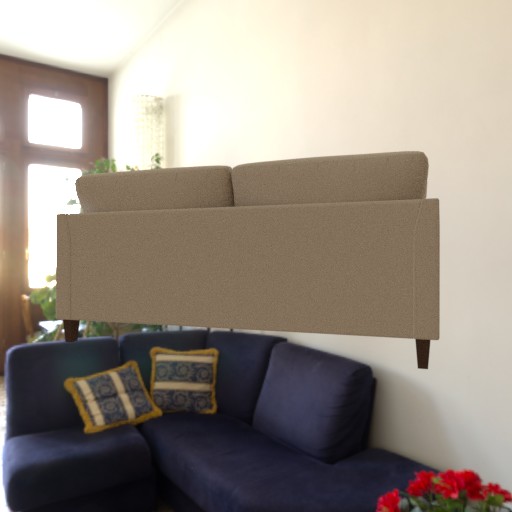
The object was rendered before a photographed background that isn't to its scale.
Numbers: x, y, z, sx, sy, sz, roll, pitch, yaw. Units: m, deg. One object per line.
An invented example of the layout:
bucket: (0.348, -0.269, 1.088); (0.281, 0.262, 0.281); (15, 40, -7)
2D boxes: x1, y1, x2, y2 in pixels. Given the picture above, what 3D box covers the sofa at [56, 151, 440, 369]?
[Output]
sofa: (0.000, 0.000, 2.326); (1.776, 0.836, 0.970); (0, 0, 19)
